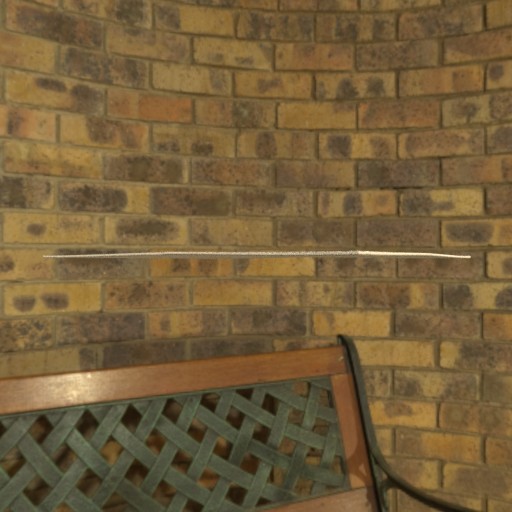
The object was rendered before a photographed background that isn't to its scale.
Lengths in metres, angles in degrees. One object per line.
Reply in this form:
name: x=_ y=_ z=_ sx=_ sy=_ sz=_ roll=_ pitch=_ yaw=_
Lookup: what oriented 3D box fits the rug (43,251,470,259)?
rug: x=0.000 y=0.000 z=4.687 sx=3.626 sy=0.051 sz=2.757 roll=-1 pitch=-1 yaw=38
